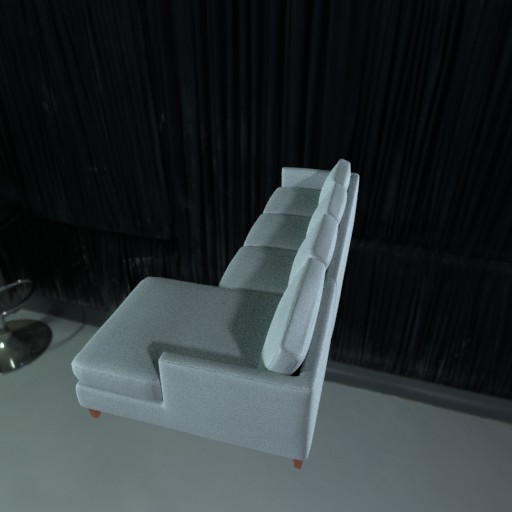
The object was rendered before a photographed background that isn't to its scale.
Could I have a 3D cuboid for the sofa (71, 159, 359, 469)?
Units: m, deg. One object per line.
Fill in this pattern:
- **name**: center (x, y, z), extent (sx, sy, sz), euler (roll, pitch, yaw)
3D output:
- **sofa**: center (0.000, 0.000, 4.086), extent (1.604, 0.950, 3.471), euler (8, 32, 13)
